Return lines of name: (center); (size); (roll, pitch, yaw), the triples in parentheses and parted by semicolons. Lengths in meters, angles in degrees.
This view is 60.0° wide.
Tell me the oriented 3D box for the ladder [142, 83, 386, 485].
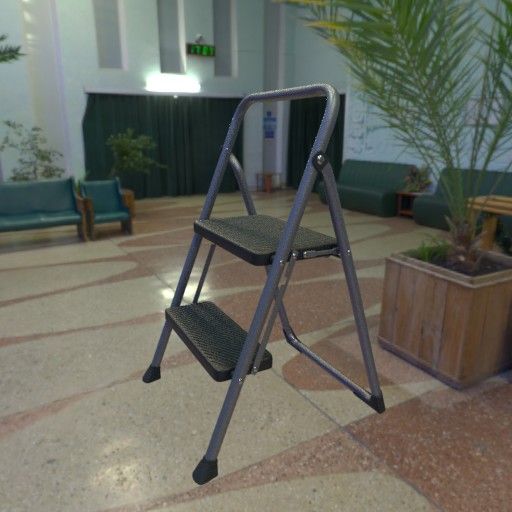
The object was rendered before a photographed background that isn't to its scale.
ladder: (0.000, 0.000, 1.011); (0.472, 0.720, 0.430); (-8, 18, -27)
